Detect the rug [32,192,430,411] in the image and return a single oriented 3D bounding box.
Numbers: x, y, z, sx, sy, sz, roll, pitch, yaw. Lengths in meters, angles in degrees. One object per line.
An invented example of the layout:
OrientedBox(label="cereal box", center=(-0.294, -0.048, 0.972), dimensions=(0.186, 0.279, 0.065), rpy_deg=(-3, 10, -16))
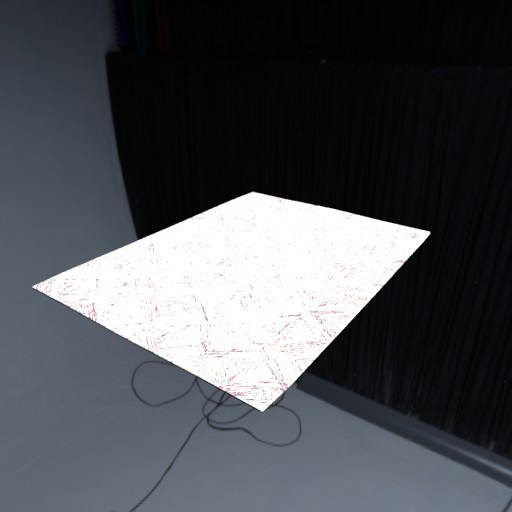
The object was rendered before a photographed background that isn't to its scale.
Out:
OrientedBox(label="rug", center=(0.000, 0.000, 4.324), dimensions=(2.436, 0.024, 3.226), rpy_deg=(18, 31, 32))
